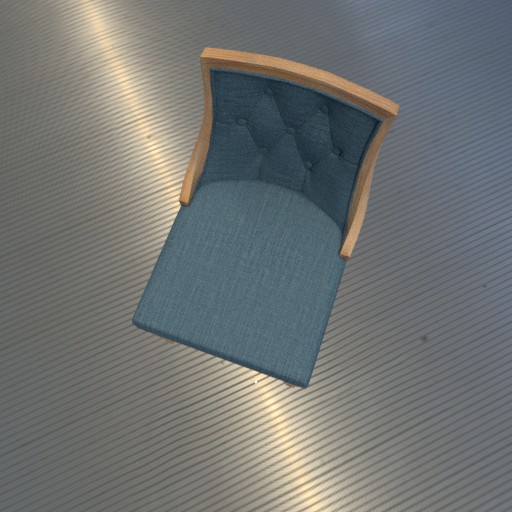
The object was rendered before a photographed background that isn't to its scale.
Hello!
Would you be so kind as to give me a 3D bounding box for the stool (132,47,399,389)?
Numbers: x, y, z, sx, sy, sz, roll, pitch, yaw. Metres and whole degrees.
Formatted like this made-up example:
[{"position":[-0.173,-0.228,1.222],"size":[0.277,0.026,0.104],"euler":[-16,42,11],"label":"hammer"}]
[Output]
[{"position":[0.000,0.000,1.317],"size":[0.524,0.938,0.626],"euler":[19,75,5],"label":"stool"}]
